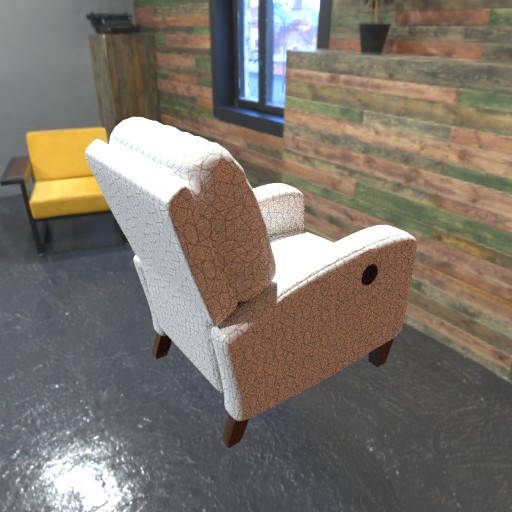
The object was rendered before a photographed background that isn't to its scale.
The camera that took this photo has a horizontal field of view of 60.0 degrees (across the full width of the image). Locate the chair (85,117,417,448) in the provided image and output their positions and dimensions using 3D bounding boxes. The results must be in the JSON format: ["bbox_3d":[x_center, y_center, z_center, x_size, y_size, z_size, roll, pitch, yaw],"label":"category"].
[{"bbox_3d":[0.000,0.000,1.747,0.995,1.064,0.796,-19,33,-32],"label":"chair"}]
